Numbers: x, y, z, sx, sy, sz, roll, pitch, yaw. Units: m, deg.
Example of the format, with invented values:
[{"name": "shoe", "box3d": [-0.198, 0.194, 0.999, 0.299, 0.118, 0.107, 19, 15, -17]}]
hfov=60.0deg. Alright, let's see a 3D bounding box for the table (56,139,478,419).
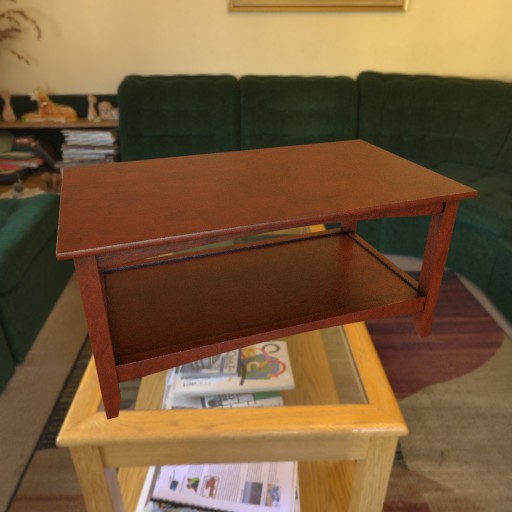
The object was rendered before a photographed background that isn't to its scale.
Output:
[{"name": "table", "box3d": [0.000, 0.000, 1.251, 0.943, 0.456, 0.533, -10, 30, -17]}]
